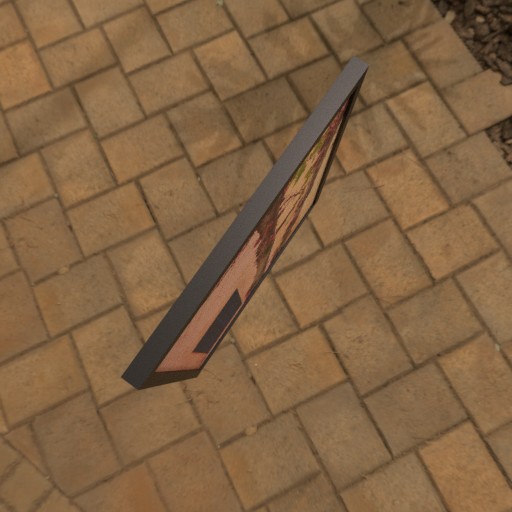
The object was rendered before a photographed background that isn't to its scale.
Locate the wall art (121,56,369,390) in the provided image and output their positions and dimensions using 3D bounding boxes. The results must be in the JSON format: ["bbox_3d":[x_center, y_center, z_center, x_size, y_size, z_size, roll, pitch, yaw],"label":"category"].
[{"bbox_3d":[0.000,0.000,1.193,0.038,0.762,0.762,33,79,8],"label":"wall art"}]
